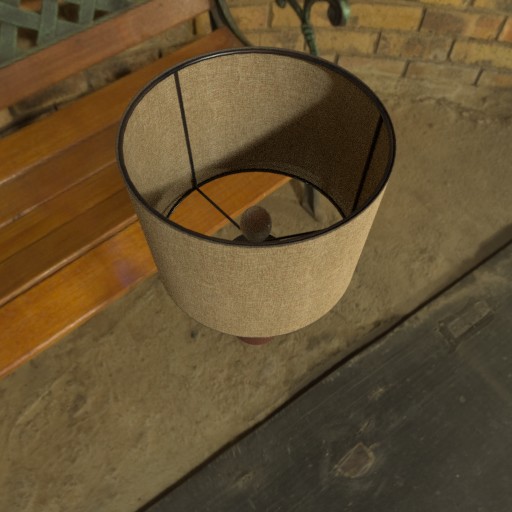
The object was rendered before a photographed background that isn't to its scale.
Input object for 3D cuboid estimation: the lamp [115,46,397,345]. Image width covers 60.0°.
[{"bbox_3d":[0.000,0.000,0.471,0.202,0.350,0.202,0,58,0],"label":"lamp"}]
